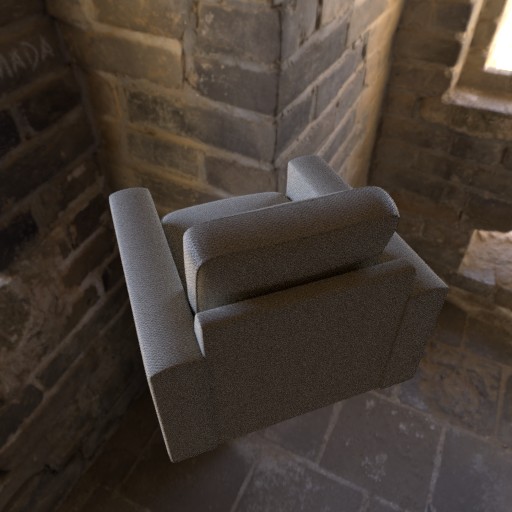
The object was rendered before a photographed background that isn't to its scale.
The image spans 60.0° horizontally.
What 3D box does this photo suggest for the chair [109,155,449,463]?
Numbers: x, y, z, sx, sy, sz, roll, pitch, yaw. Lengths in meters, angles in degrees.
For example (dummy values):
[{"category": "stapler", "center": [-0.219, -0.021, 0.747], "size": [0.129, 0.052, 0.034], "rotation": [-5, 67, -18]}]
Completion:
[{"category": "chair", "center": [0.000, 0.000, 1.767], "size": [1.005, 0.873, 1.016], "rotation": [-14, 43, -15]}]
